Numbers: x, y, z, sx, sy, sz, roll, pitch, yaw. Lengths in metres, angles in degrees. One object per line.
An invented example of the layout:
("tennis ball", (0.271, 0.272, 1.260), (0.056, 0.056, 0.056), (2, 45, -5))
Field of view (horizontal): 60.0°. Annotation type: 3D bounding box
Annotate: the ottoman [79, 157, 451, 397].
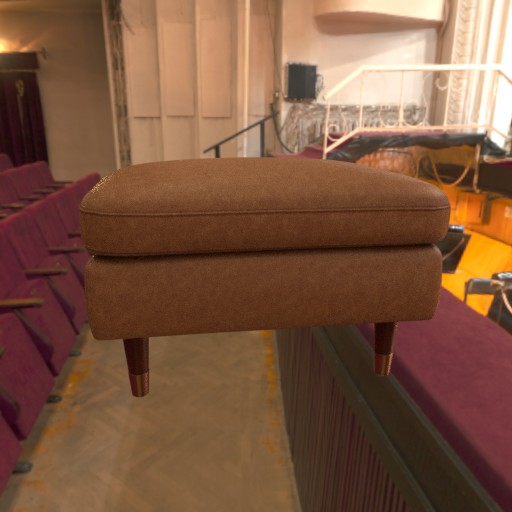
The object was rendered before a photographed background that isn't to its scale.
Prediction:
("ottoman", (0.000, 0.000, 1.122), (0.747, 0.478, 0.593), (-3, 17, -8))
